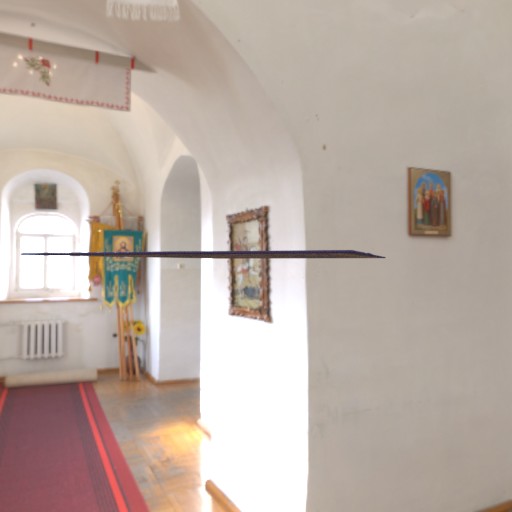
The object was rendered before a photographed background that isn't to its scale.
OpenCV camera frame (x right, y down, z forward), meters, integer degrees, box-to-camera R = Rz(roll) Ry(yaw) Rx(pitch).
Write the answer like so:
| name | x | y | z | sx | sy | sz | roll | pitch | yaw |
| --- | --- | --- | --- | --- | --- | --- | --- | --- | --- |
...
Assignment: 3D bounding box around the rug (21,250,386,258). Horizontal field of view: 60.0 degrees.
| name | x | y | z | sx | sy | sz | roll | pitch | yaw |
| --- | --- | --- | --- | --- | --- | --- | --- | --- | --- |
| rug | 0.000 | 0.000 | 2.241 | 1.184 | 0.012 | 1.781 | 0 | -1 | 19 |
